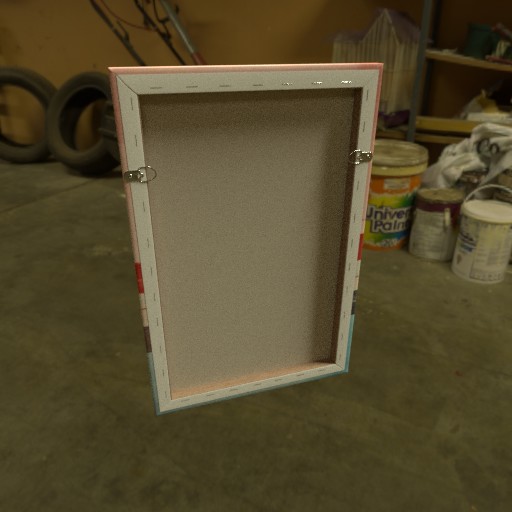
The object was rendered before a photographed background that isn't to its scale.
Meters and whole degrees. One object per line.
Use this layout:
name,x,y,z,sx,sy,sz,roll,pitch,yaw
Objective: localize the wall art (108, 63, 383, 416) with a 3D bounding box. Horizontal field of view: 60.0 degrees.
wall art,0.000,0.000,1.156,0.610,0.914,0.038,-8,27,-16
